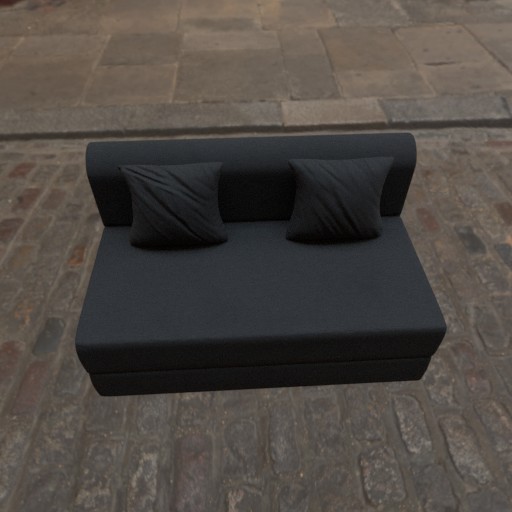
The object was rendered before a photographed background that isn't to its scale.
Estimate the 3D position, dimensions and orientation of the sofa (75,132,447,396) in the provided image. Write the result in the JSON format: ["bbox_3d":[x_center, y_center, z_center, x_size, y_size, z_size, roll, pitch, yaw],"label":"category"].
[{"bbox_3d":[0.000,0.000,1.693,1.225,0.670,0.762,-2,46,-2],"label":"sofa"}]
